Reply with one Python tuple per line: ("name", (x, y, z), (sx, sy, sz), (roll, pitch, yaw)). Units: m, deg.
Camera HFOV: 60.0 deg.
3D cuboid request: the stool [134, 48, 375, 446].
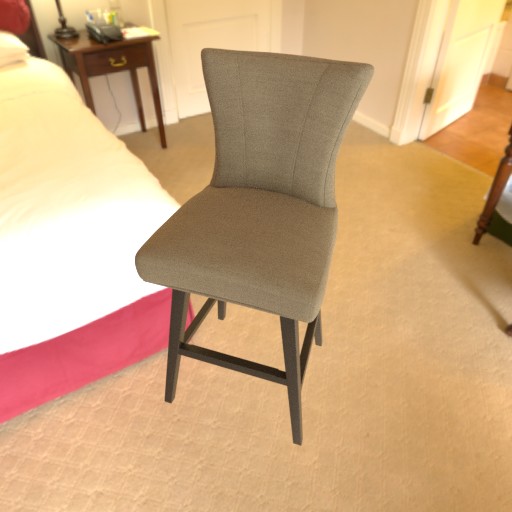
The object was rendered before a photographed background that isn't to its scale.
("stool", (0.000, 0.000, 1.408), (0.514, 1.086, 0.574), (12, 41, 15))
